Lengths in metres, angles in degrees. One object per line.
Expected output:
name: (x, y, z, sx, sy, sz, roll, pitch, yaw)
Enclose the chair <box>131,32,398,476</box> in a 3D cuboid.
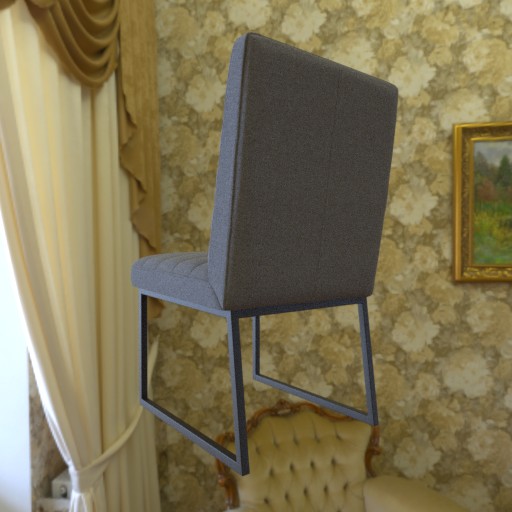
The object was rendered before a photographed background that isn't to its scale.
chair: (0.000, 0.000, 1.280, 0.520, 0.930, 0.634, -1, 1, -37)
